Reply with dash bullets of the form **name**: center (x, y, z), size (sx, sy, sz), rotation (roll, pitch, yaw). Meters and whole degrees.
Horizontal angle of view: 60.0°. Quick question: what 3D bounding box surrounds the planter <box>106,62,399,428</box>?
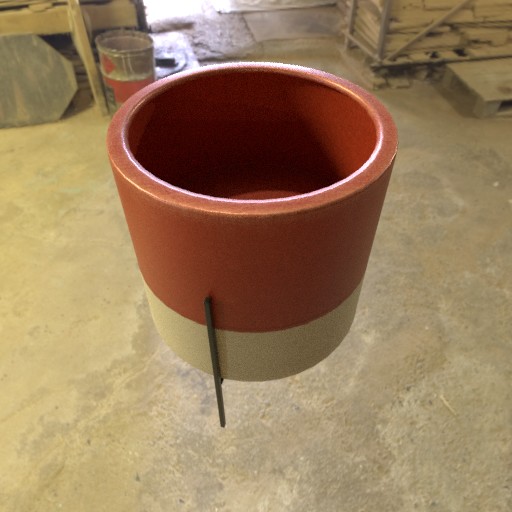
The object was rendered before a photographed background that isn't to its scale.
- **planter**: center (0.000, 0.000, 0.695), size (0.354, 0.465, 0.345), rotation (-10, 47, -9)
